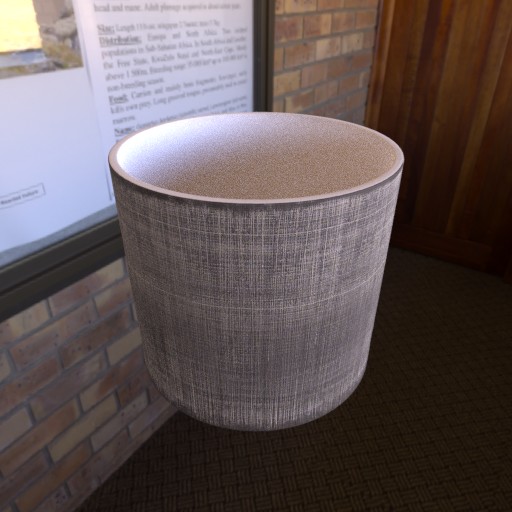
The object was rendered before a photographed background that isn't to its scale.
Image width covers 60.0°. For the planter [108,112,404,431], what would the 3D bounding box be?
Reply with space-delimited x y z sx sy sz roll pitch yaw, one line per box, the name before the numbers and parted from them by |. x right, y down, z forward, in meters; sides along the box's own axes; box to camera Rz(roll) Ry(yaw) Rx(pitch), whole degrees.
planter | 0.000 0.000 0.395 0.221 0.201 0.221 0 31 0
